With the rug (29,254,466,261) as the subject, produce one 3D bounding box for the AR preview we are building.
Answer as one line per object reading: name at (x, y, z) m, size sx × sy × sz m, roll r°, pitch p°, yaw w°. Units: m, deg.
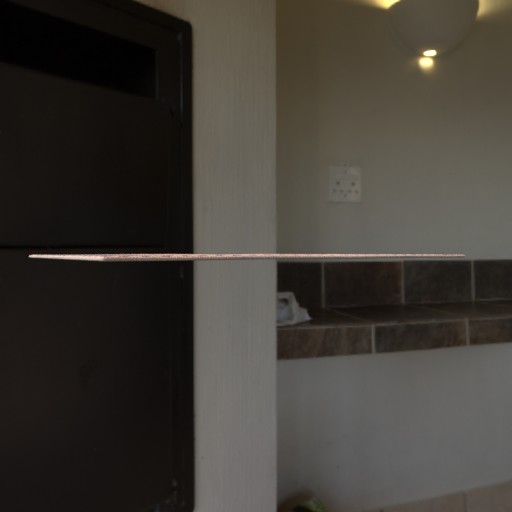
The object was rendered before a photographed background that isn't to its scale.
rug at (0.000, 0.000, 2.918) m, size 2.464 × 0.023 × 1.521 m, roll 0°, pitch 0°, yaw -36°
